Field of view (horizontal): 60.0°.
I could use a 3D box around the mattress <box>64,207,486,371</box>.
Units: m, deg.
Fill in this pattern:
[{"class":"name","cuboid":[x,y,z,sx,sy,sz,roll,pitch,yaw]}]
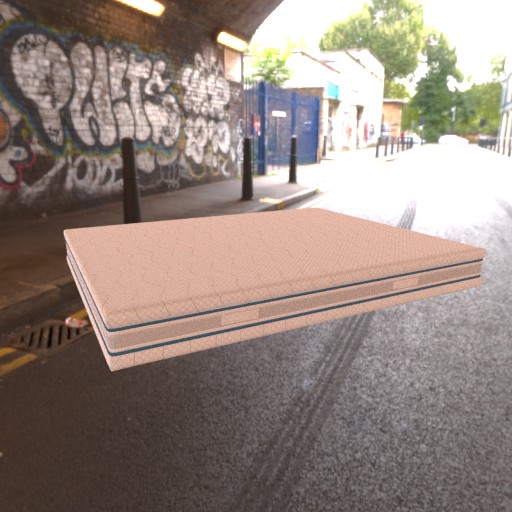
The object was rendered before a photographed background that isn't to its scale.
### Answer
[{"class":"mattress","cuboid":[0.000,0.000,2.675,2.000,0.230,1.600,-8,17,-26]}]
